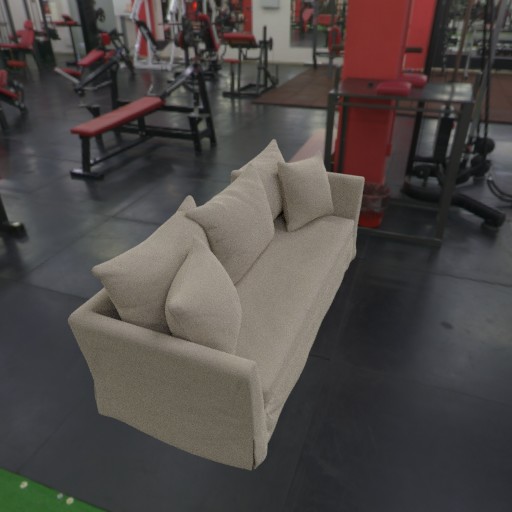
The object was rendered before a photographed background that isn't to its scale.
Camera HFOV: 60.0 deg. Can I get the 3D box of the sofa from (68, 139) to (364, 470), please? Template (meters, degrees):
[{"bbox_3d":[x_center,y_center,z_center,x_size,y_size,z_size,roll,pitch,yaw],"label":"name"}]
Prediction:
[{"bbox_3d":[0.000,0.000,3.113,1.046,1.047,2.499,12,33,19],"label":"sofa"}]
